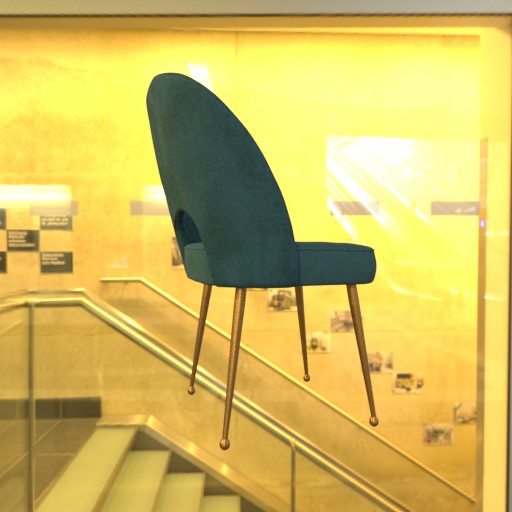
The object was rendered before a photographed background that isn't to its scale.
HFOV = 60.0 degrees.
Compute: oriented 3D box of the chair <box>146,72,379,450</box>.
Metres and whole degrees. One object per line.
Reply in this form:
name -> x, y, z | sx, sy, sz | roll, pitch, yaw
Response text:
chair -> 0.000, 0.000, 1.221 | 0.577, 0.860, 0.527 | 0, 2, -19
